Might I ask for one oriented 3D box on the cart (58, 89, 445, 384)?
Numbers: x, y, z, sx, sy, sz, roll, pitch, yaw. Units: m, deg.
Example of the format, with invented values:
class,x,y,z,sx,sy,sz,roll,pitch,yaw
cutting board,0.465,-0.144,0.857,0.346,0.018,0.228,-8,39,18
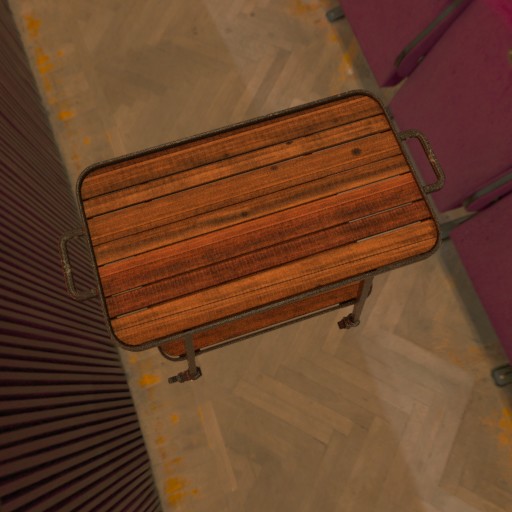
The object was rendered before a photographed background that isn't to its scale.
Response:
class,x,y,z,sx,sy,sz,roll,pitch,yaw
cart,0.000,0.000,1.244,0.806,0.700,0.515,-17,75,-5
